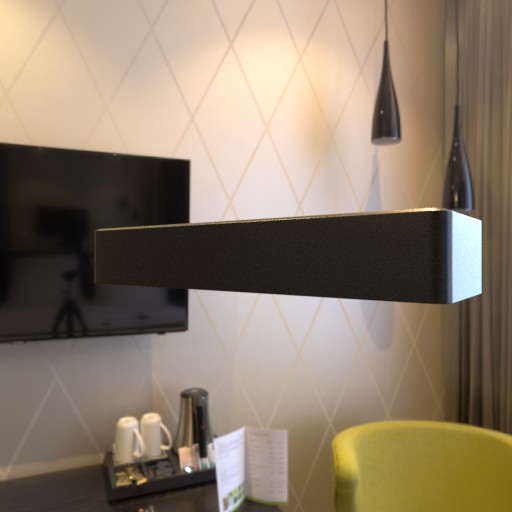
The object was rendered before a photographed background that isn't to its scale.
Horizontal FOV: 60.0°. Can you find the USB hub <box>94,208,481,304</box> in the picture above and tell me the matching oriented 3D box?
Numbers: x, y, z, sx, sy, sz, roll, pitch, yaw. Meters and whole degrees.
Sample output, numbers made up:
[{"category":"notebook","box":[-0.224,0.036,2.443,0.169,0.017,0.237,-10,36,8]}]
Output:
[{"category":"USB hub","box":[0.000,0.000,0.164,0.145,0.023,0.044,0,0,37]}]
